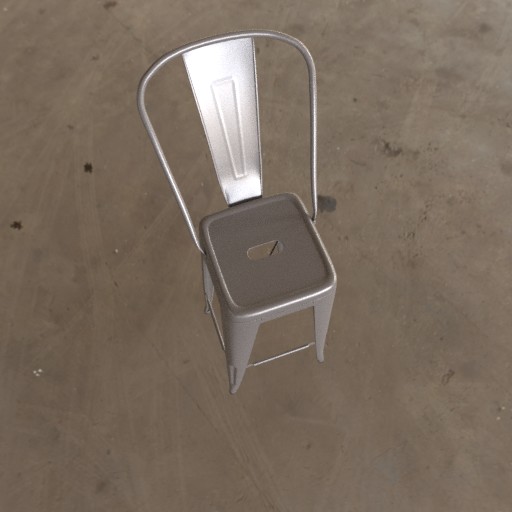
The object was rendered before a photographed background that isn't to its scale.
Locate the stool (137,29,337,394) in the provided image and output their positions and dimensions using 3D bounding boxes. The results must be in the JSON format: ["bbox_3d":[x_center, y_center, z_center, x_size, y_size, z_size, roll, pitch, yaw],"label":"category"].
[{"bbox_3d":[0.000,0.000,1.302,0.399,1.096,0.513,-17,64,-9],"label":"stool"}]
